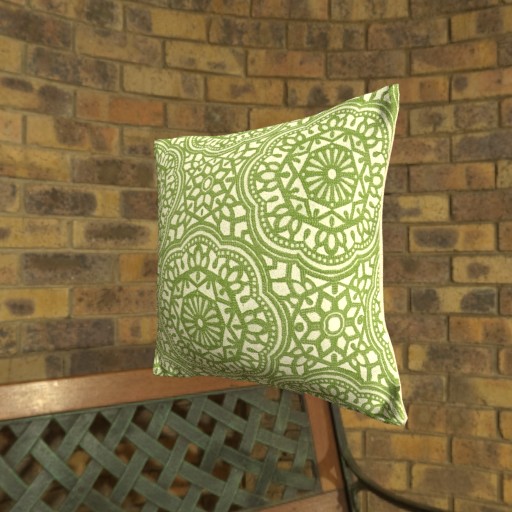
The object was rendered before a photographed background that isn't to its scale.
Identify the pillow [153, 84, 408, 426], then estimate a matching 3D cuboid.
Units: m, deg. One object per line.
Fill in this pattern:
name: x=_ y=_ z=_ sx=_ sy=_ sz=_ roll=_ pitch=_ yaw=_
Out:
pillow: x=0.000 y=0.000 z=0.663 sx=0.440 sy=0.419 sz=0.162 roll=-1 pitch=-2 yaw=35
